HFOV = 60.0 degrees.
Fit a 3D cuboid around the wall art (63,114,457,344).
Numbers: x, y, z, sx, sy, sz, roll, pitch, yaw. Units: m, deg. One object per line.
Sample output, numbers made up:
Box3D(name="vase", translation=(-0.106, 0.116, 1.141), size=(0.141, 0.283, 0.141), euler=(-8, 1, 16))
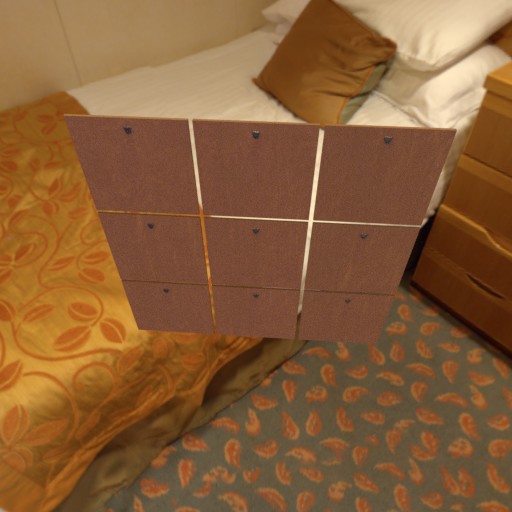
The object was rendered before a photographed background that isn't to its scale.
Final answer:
Box3D(name="wall art", translation=(0.000, 0.000, 2.274), size=(1.526, 1.522, 0.023), euler=(3, 47, 3))
